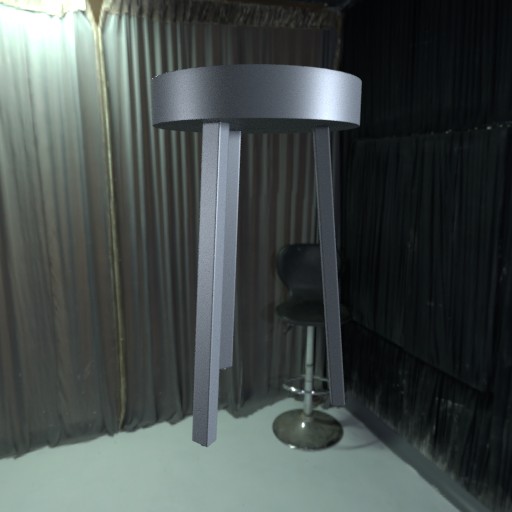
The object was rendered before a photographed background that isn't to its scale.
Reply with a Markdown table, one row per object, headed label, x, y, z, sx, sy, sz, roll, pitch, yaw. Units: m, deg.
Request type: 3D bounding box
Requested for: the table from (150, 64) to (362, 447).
| label | x | y | z | sx | sy | sz | roll | pitch | yaw |
| --- | --- | --- | --- | --- | --- | --- | --- | --- | --- |
| table | 0.000 | 0.000 | 0.947 | 0.406 | 0.686 | 0.406 | -6 | 13 | -26 |
